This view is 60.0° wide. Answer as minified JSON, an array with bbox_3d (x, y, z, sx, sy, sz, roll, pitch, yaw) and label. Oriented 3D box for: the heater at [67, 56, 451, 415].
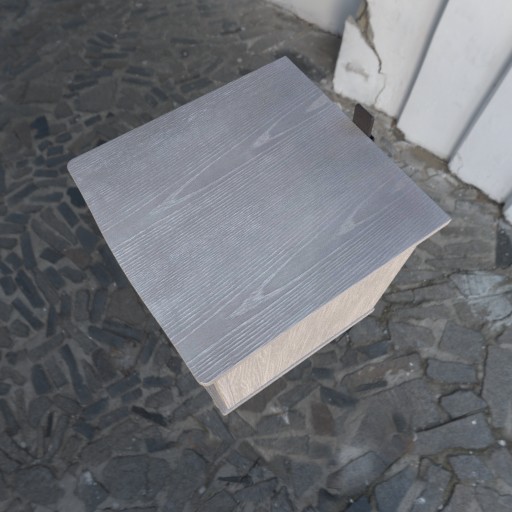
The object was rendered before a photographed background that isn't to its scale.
[{"bbox_3d":[0.000,0.000,0.770,0.400,0.481,0.362,-31,68,-14],"label":"heater"}]
